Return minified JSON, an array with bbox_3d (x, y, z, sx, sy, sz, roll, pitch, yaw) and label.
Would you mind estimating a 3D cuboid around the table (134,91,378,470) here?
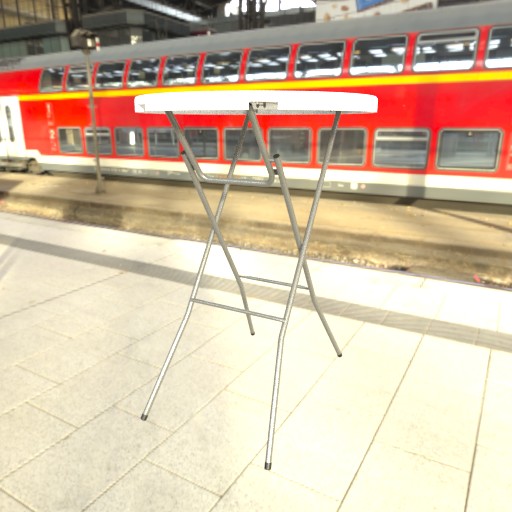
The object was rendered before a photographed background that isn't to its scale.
[{"bbox_3d":[0.000,0.000,1.650,0.792,1.105,0.795,9,19,27],"label":"table"}]
